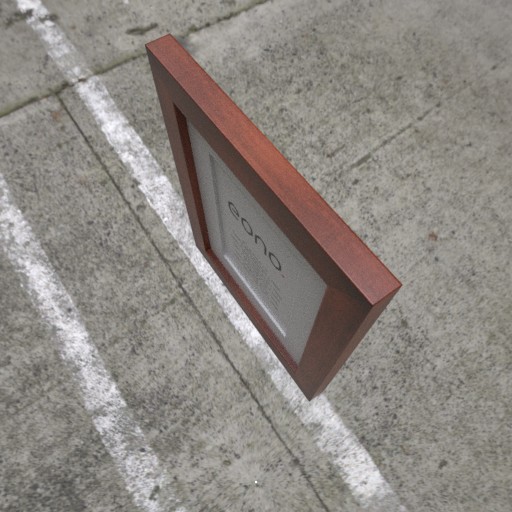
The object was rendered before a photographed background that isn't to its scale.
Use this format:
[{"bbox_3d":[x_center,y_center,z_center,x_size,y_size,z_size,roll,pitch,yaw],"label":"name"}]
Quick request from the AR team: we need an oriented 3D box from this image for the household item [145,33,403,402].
[{"bbox_3d":[0.000,0.000,0.338,0.020,0.250,0.200,-32,67,-15],"label":"household item"}]
